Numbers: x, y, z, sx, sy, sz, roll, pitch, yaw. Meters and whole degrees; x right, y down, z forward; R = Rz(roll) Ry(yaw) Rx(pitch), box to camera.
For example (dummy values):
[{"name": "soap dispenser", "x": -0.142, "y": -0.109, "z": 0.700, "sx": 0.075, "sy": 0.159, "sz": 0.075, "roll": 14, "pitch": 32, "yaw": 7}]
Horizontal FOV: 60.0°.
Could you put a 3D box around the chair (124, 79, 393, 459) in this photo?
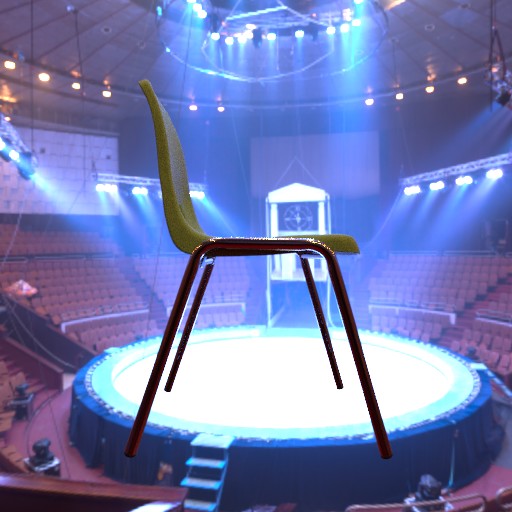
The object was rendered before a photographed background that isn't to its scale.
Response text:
[{"name": "chair", "x": 0.000, "y": 0.000, "z": 0.893, "sx": 0.436, "sy": 0.653, "sz": 0.381, "roll": 0, "pitch": 0, "yaw": -1}]
